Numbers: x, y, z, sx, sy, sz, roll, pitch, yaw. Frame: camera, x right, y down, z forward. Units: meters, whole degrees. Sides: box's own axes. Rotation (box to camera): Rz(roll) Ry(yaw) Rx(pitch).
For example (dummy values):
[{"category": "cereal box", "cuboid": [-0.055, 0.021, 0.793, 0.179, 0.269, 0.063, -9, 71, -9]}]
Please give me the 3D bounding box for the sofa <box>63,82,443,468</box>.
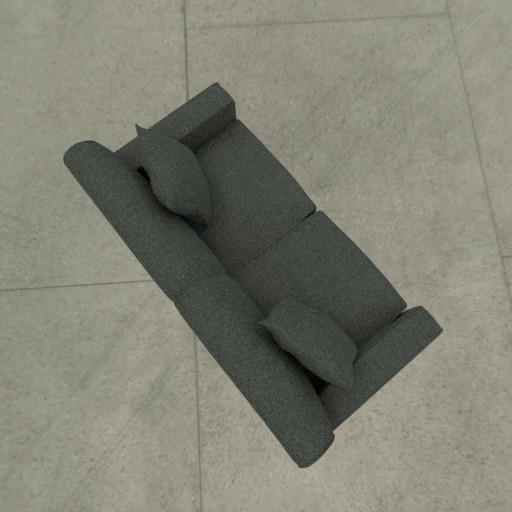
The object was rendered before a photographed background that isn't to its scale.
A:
[{"category": "sofa", "cuboid": [0.000, 0.000, 2.454, 0.998, 0.958, 1.846, -38, 79, -9]}]
